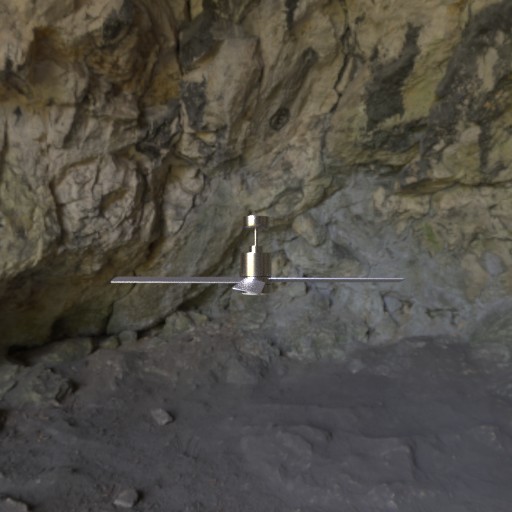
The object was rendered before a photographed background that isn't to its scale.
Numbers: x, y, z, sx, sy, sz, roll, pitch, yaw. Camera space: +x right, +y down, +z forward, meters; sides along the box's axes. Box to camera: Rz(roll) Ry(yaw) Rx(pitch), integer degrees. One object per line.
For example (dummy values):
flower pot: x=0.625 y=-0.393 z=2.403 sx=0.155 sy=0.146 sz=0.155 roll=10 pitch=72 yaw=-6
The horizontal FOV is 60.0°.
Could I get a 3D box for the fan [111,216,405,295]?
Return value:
fan: x=0.000 y=0.000 z=2.016 sx=1.322 sy=0.355 sz=1.322 roll=0 pitch=0 yaw=3
